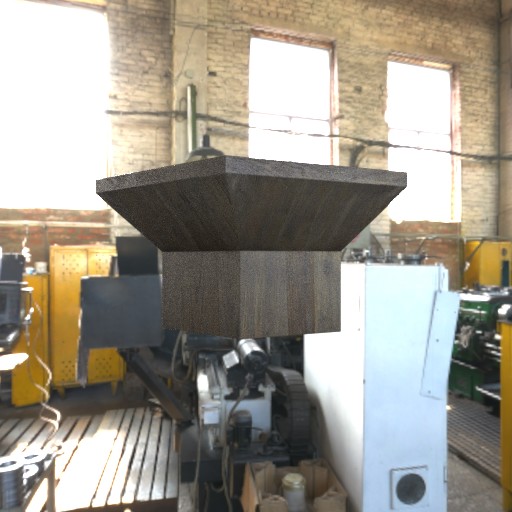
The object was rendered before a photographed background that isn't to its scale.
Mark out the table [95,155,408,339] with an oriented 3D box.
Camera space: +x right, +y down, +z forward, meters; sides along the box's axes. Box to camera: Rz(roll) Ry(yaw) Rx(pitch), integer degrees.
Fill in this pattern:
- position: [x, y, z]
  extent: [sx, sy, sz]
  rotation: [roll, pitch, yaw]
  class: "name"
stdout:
- position: [0.000, 0.000, 1.629]
  extent: [1.115, 0.488, 0.966]
  rotation: [0, 0, 38]
  class: "table"
